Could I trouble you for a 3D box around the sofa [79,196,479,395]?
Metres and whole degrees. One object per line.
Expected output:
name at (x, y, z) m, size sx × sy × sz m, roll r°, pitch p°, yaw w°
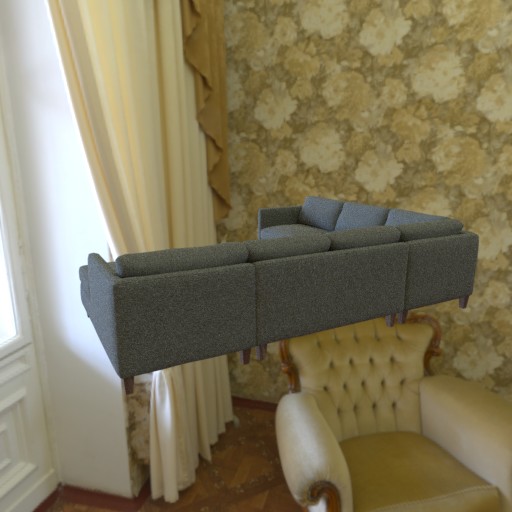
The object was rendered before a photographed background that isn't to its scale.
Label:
sofa at (0.000, 0.000, 4.340) m, size 3.238 × 0.853 × 2.551 m, roll -7°, pitch 15°, yaw -28°
